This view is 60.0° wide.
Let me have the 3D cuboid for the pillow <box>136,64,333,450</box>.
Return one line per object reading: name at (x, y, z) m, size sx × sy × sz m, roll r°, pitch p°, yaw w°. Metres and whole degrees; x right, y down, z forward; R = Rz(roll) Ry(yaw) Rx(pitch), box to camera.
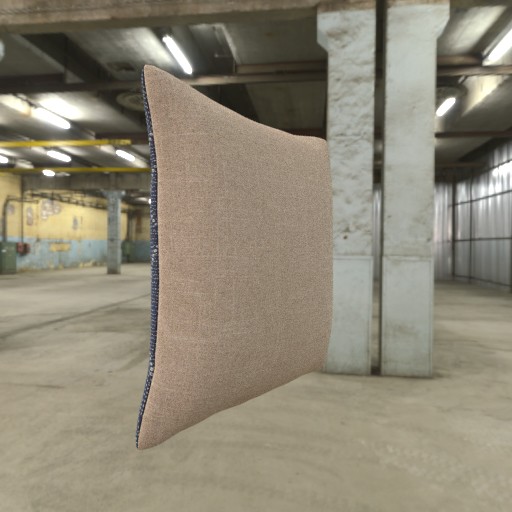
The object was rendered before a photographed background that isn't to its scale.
pillow at (0.000, 0.000, 0.662) m, size 0.148 × 0.428 × 0.435 m, roll 0°, pitch 1°, yaw 36°
